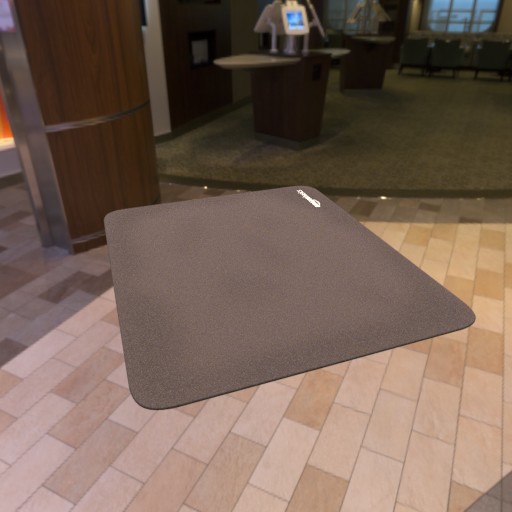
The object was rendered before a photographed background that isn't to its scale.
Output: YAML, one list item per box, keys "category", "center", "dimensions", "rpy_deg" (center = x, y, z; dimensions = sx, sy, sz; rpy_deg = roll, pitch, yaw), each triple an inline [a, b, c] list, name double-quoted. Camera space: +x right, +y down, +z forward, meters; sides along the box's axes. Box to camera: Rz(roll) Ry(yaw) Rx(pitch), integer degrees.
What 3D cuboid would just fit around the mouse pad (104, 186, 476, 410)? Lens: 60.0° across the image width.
- category: "mouse pad"
  center: [0.000, 0.000, 0.431]
  dimensions: [0.269, 0.002, 0.315]
  rpy_deg: [-10, 31, -17]
